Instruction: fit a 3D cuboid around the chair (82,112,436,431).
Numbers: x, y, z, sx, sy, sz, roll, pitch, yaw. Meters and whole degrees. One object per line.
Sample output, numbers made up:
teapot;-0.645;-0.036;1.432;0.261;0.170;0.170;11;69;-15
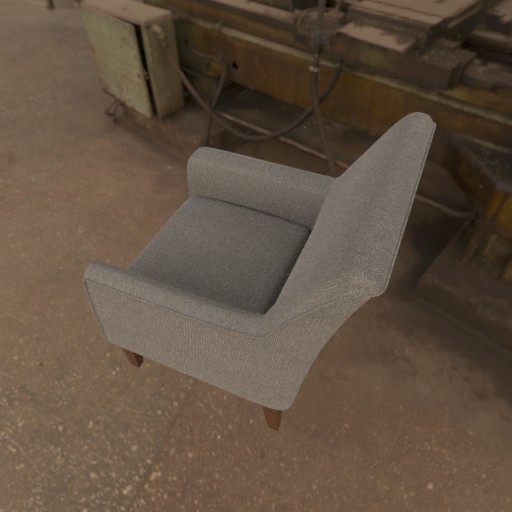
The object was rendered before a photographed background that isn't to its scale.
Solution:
chair;0.000;0.000;1.569;0.899;0.919;0.780;18;48;16
